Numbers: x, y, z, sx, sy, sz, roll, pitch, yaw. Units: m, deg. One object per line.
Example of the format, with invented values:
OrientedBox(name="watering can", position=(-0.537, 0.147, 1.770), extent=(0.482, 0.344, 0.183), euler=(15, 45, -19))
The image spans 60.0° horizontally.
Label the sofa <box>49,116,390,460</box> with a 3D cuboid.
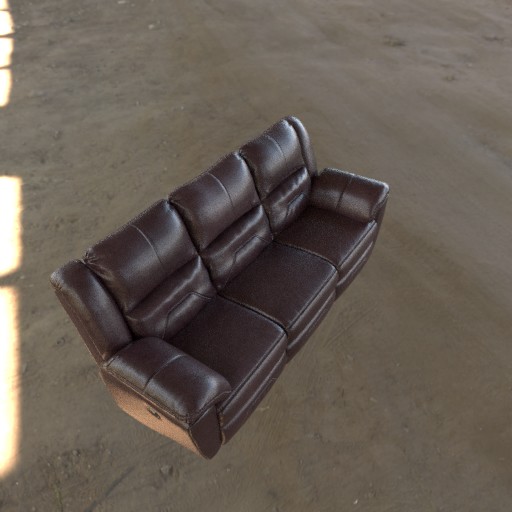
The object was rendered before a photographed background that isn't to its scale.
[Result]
OrientedBox(name="sofa", position=(0.000, 0.000, 2.926), extent=(0.991, 1.043, 2.337), euler=(25, 48, 25))
